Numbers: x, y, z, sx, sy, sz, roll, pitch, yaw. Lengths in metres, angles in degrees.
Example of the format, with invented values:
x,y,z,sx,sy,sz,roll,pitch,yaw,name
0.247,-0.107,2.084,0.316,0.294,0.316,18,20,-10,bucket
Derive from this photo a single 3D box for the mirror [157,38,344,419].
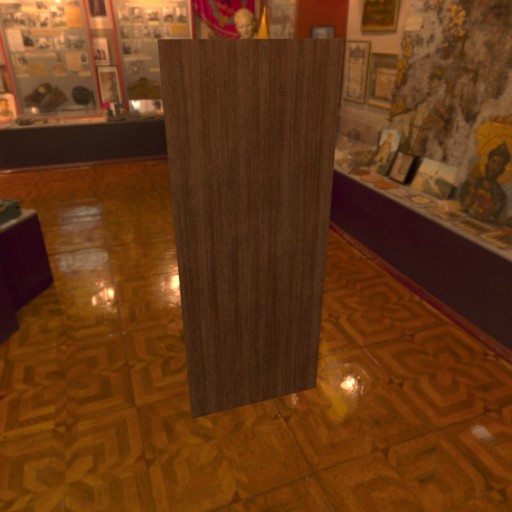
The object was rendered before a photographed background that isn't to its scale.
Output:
x,y,z,sx,sy,sz,roll,pitch,yaw,name
0.000,0.000,2.309,0.812,2.032,0.025,-9,28,-17,mirror
